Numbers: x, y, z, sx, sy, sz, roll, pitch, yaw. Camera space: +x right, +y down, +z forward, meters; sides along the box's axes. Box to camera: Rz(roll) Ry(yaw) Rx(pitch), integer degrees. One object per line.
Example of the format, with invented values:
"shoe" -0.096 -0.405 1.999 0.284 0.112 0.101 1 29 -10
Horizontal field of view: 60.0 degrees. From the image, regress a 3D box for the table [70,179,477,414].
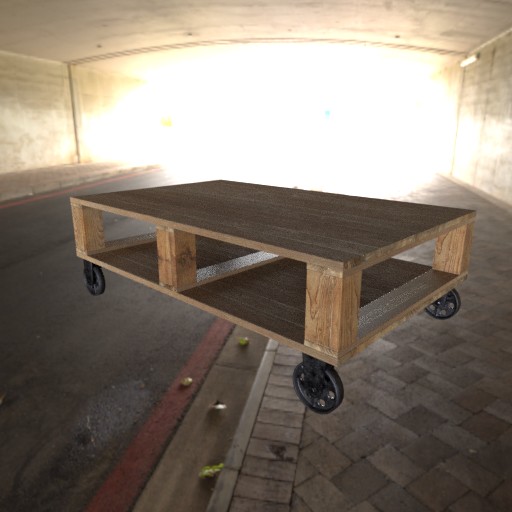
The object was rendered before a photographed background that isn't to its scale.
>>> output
"table" 0.000 0.000 1.717 1.299 0.413 0.827 15 22 41
